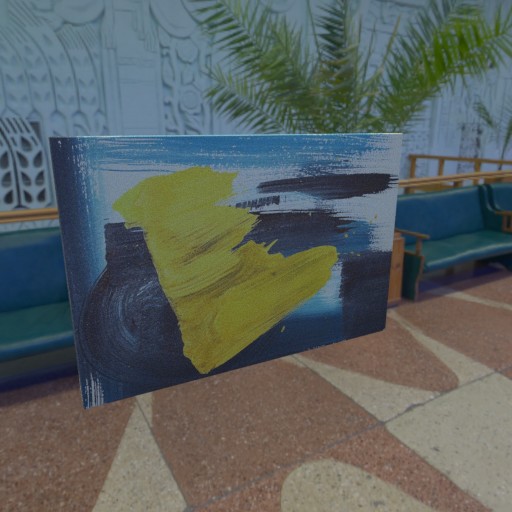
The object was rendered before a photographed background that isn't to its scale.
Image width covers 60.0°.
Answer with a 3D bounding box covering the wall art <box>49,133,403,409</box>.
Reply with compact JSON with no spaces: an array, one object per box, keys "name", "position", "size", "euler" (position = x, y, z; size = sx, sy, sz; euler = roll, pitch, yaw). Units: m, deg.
[{"name":"wall art","position":[0.000,0.000,1.156],"size":[0.914,0.610,0.039],"euler":[-8,18,-26]}]
